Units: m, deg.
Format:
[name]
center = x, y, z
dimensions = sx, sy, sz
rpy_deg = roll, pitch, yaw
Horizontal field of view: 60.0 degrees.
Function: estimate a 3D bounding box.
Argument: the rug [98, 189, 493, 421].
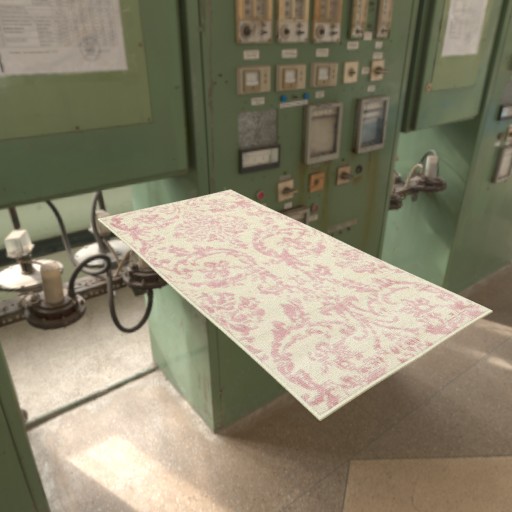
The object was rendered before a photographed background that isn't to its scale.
[rug]
center = 0.000, 0.000, 1.408
dimensions = 0.604, 0.007, 1.219
rpy_deg = -18, 32, -32
